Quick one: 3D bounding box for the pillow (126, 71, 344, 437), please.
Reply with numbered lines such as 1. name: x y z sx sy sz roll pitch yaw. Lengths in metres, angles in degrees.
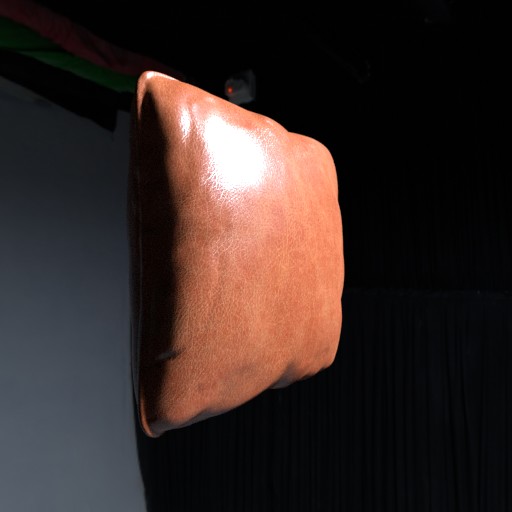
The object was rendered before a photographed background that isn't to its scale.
1. pillow: 0.000 0.000 0.811 0.236 0.523 0.532 -1 -2 37
